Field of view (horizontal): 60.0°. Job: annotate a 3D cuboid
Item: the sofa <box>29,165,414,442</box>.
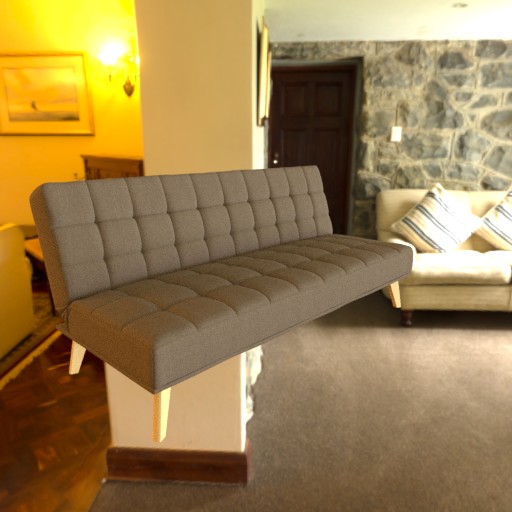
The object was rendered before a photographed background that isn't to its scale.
[{"bbox_3d":[0.000,0.000,2.225,0.860,0.810,1.800,14,20,42],"label":"sofa"}]
